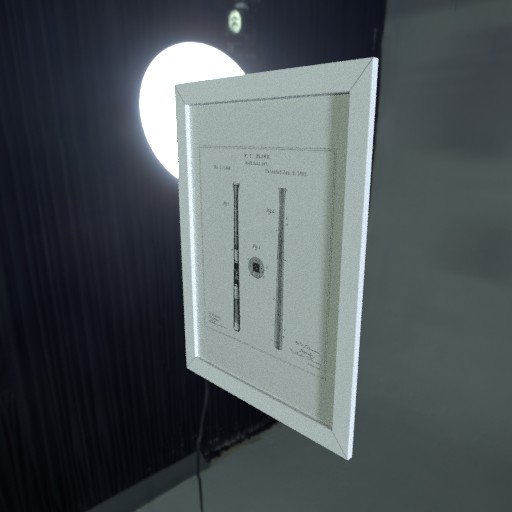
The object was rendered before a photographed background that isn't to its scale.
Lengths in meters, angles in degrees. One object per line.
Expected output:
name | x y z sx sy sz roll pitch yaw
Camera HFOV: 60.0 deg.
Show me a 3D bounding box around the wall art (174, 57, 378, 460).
wall art | 0.000 0.000 0.689 0.374 0.529 0.012 14 21 42
